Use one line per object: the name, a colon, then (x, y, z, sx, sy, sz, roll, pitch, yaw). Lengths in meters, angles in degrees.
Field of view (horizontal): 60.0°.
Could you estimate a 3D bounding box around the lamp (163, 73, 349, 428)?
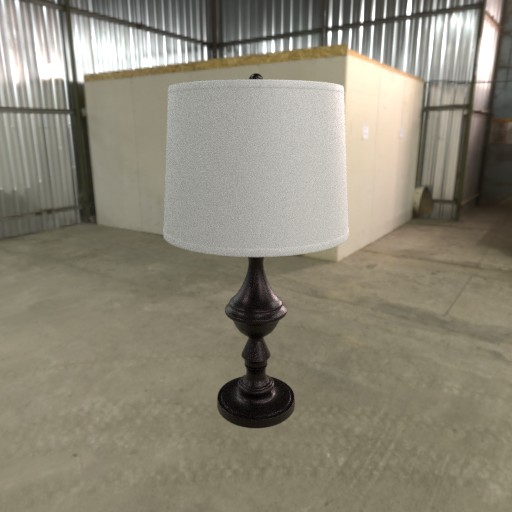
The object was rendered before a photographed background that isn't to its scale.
lamp: (0.000, 0.000, 0.948, 0.383, 0.726, 0.383, 0, 16, 0)
